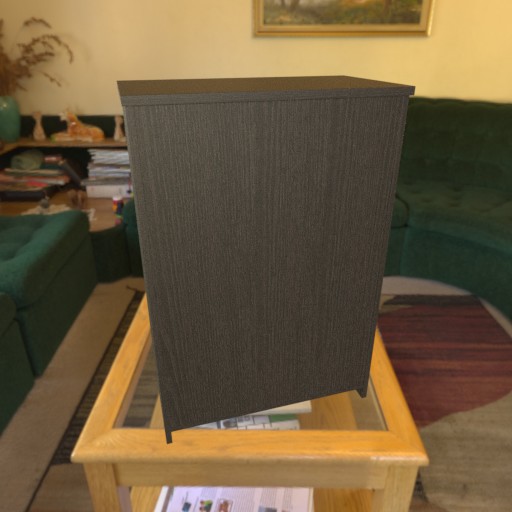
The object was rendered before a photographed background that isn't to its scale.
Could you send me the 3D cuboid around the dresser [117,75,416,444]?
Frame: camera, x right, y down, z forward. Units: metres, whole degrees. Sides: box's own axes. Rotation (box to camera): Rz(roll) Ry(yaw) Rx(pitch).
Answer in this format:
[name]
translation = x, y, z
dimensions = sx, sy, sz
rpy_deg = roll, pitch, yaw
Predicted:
[dresser]
translation = 0.000, 0.000, 1.398
dimensions = 0.704, 1.020, 0.399
rpy_deg = -8, 27, -15
